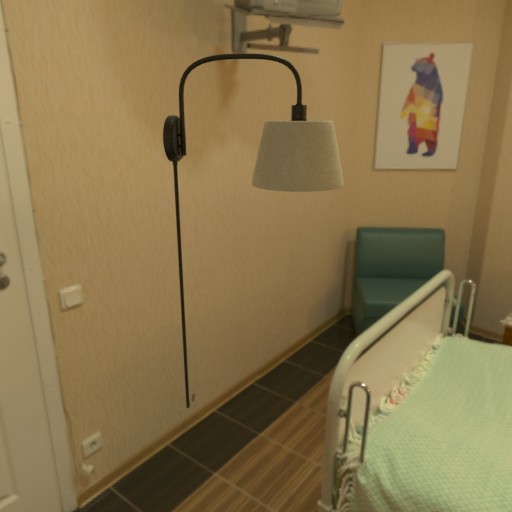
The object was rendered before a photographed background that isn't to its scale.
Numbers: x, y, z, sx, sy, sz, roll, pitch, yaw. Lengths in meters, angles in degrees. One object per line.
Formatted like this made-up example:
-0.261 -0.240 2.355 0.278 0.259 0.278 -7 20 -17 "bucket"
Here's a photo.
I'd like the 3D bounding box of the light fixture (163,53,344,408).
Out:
0.000 0.000 0.476 0.176 0.399 0.092 3 17 8 "light fixture"
